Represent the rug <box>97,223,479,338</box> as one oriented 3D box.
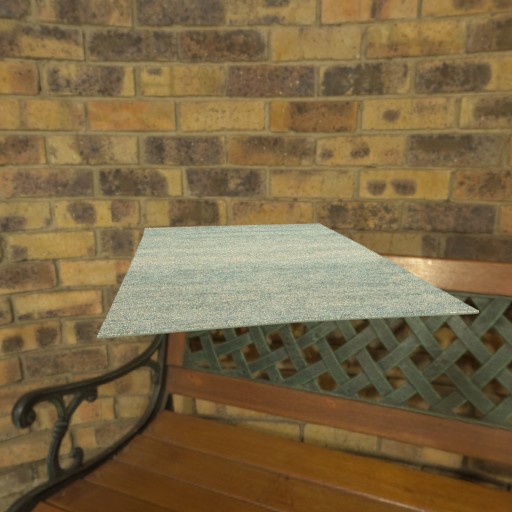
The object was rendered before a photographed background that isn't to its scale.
[{"bbox_3d":[0.000,0.000,5.093,2.802,0.052,4.078,-2,14,-9],"label":"rug"}]
